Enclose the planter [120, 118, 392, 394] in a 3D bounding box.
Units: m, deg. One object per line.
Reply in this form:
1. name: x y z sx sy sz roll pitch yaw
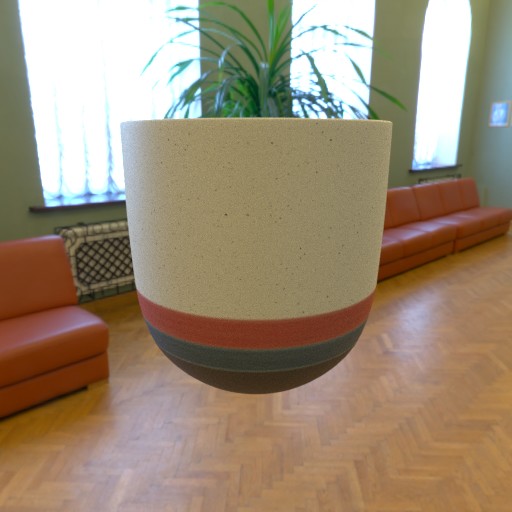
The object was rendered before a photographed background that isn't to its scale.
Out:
1. planter: 0.000 0.000 0.372 0.204 0.214 0.204 0 15 0
